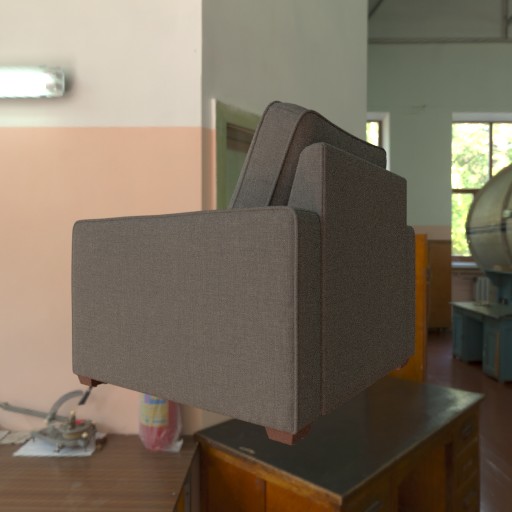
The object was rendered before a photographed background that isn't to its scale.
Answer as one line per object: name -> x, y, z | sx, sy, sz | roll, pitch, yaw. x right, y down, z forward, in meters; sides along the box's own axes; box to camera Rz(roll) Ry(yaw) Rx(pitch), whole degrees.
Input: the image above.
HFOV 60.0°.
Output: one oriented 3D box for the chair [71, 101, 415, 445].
chair -> 0.000, 0.000, 1.707 | 0.940, 0.919, 1.017 | 0, 1, 35
